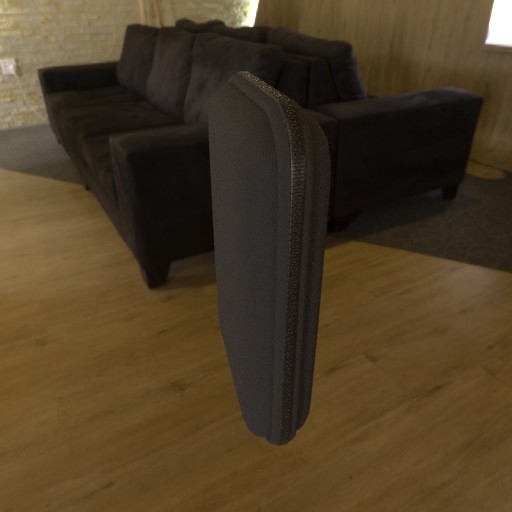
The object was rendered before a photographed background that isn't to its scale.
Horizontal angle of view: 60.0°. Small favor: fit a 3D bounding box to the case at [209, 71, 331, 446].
[{"bbox_3d":[0.000,0.000,0.197,0.030,0.147,0.107,-7,31,-11],"label":"case"}]
